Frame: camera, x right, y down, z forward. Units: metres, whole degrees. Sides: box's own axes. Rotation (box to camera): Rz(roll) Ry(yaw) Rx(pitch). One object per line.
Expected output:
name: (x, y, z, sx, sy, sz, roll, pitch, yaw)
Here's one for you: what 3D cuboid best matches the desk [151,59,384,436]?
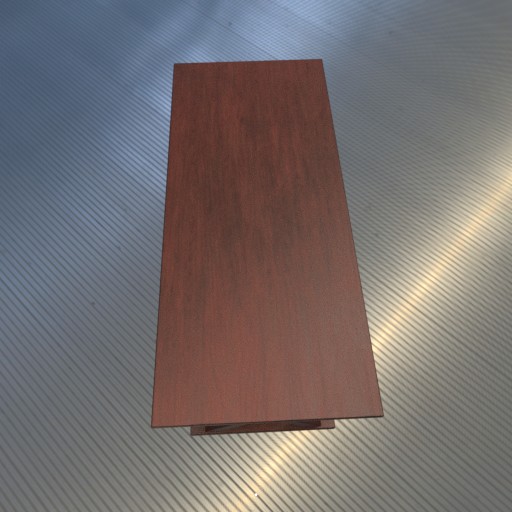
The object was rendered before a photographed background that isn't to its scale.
desk: (0.000, 0.000, 1.791, 0.600, 0.761, 1.372, -2, 62, -1)
